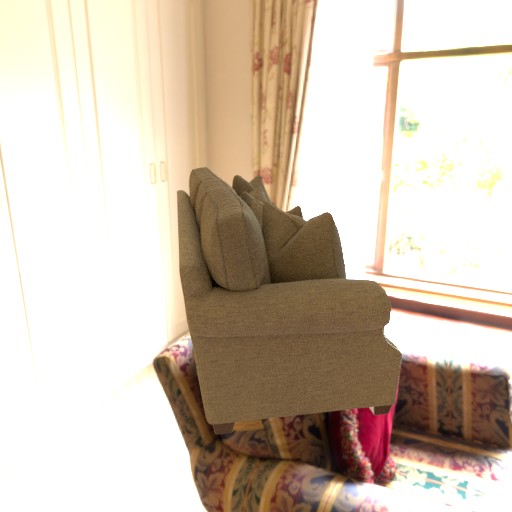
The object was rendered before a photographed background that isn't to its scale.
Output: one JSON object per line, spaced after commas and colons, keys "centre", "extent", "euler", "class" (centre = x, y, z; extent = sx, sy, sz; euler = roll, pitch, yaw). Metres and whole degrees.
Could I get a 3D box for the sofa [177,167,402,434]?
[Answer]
{"centre": [0.000, 0.000, 2.844], "extent": [0.965, 0.975, 2.312], "euler": [-3, 17, -10], "class": "sofa"}
